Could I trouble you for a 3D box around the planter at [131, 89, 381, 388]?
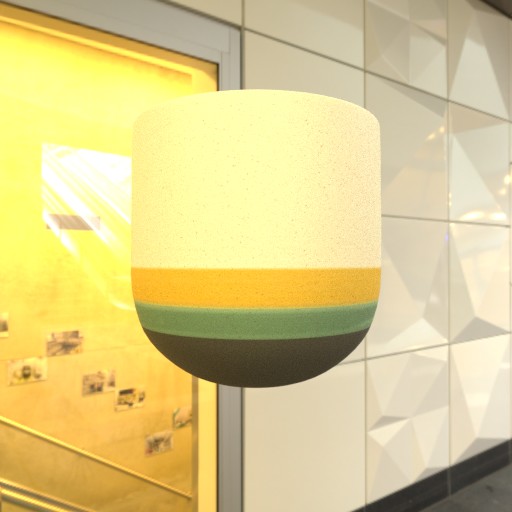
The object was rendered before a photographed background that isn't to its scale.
[{"bbox_3d":[0.000,0.000,0.493,0.268,0.270,0.268,0,-1,0],"label":"planter"}]
